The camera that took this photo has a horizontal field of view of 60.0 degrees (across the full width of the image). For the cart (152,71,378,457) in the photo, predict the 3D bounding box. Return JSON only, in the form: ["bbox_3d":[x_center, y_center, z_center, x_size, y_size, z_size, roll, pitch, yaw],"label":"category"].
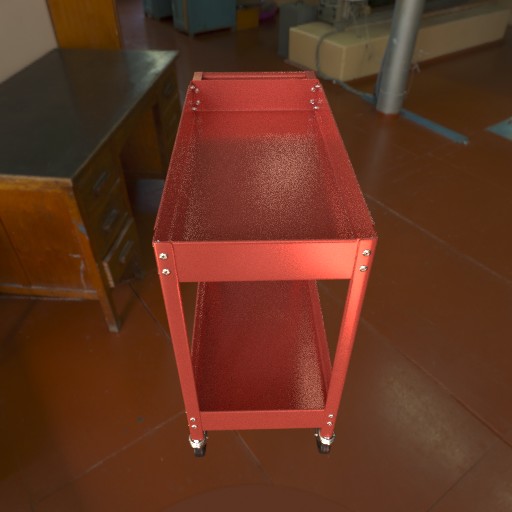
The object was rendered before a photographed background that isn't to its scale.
[{"bbox_3d":[0.000,0.000,1.174,0.366,0.719,0.779,-1,41,-1],"label":"cart"}]
